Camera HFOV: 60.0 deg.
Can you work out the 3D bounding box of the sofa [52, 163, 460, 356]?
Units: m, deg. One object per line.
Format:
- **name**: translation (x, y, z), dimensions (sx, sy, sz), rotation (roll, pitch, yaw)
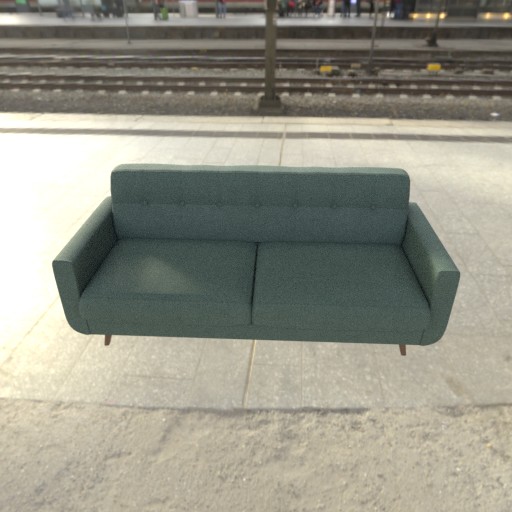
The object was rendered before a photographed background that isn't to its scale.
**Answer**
- **sofa**: translation (0.000, 0.000, 2.595), dimensions (2.029, 0.841, 0.909), rotation (1, 31, 2)
